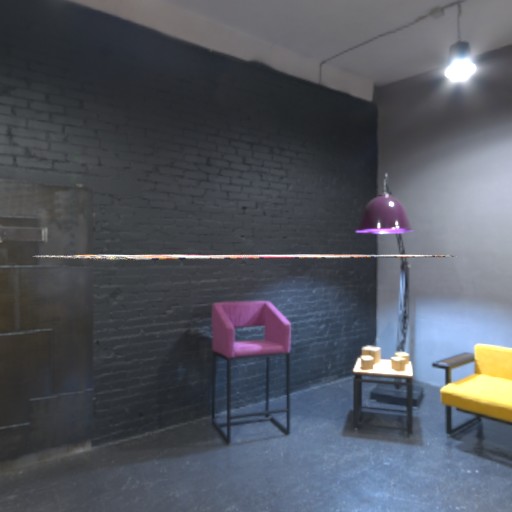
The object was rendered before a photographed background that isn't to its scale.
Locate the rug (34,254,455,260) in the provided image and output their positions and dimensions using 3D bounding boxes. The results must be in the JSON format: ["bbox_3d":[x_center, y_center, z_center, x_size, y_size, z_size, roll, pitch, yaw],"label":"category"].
[{"bbox_3d":[0.000,0.000,2.205,1.849,0.013,1.084,0,0,-37],"label":"rug"}]
